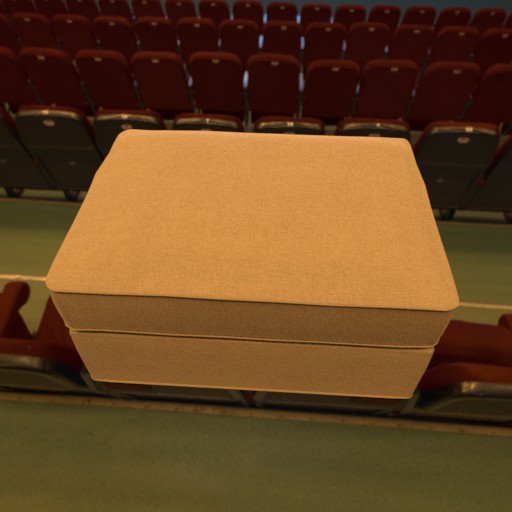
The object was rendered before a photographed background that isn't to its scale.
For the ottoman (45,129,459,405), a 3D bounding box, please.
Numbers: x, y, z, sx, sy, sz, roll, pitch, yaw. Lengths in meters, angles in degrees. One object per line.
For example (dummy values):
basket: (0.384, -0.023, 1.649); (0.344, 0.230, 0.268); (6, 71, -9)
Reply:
ottoman: (0.000, 0.000, 1.224); (0.846, 0.503, 0.617); (3, 47, 2)
